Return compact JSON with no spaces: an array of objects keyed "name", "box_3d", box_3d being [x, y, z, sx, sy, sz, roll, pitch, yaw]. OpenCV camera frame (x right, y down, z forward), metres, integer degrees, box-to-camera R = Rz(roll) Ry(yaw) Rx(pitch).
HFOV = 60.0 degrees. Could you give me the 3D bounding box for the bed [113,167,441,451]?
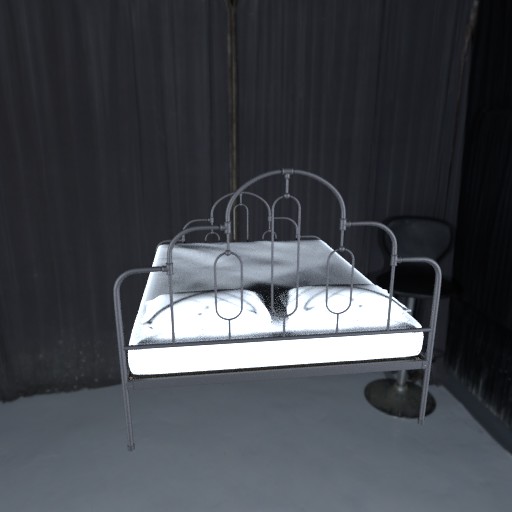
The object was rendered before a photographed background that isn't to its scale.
[{"name":"bed","box_3d":[0.000,0.000,3.222,1.640,1.429,2.163,-2,16,-7]}]
